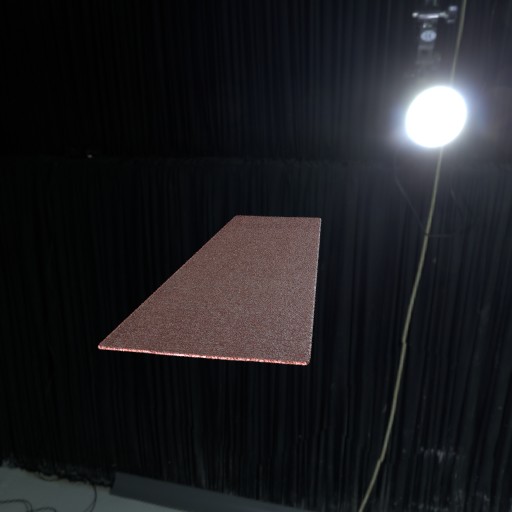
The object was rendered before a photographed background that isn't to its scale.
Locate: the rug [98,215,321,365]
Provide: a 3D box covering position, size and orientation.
[{"bbox_3d":[0.000,0.000,2.480,0.687,0.012,2.307,2,16,9],"label":"rug"}]
